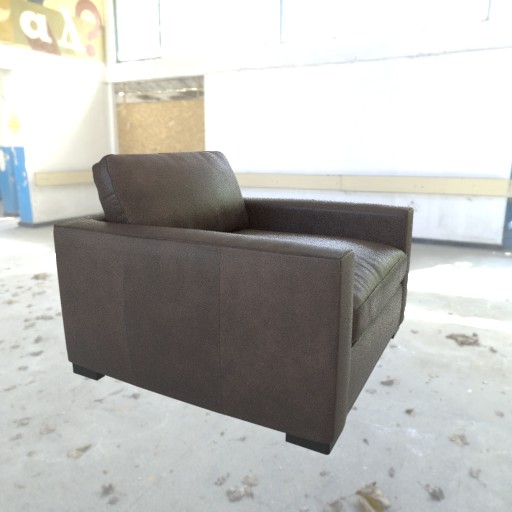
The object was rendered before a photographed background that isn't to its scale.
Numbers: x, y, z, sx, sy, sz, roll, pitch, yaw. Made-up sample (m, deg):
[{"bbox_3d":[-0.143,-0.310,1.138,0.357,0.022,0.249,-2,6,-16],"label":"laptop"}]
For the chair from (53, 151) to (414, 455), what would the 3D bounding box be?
[{"bbox_3d":[0.000,0.000,1.773,1.069,0.812,1.100,7,16,27],"label":"chair"}]
